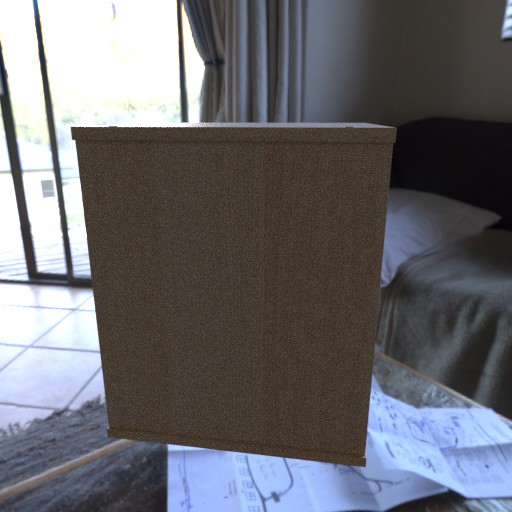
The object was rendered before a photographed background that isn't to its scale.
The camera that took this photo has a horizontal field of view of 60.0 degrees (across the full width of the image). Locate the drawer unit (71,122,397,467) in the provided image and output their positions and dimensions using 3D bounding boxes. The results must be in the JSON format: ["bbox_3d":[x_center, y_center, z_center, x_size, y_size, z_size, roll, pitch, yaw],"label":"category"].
[{"bbox_3d":[0.000,0.000,0.601,0.290,0.344,0.349,3,18,9],"label":"drawer unit"}]
